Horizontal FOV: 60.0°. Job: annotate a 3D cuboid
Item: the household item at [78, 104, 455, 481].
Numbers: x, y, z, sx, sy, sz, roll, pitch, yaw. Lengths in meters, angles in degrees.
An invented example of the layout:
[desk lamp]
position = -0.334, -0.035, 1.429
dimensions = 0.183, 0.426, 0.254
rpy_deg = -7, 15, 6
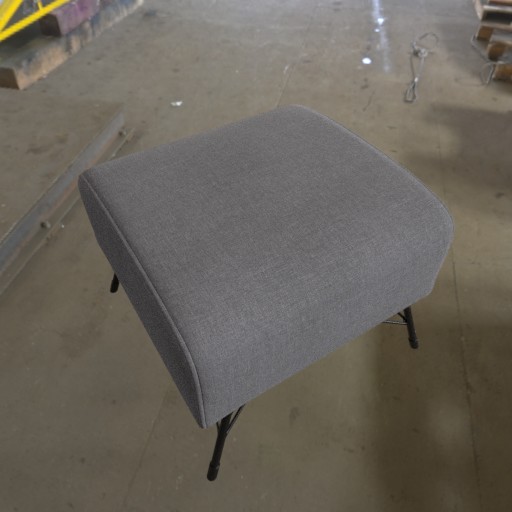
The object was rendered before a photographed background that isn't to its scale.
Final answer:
[household item]
position = 0.000, 0.000, 0.896
dimensions = 0.530, 0.410, 0.530
rpy_deg = -24, 51, -22
